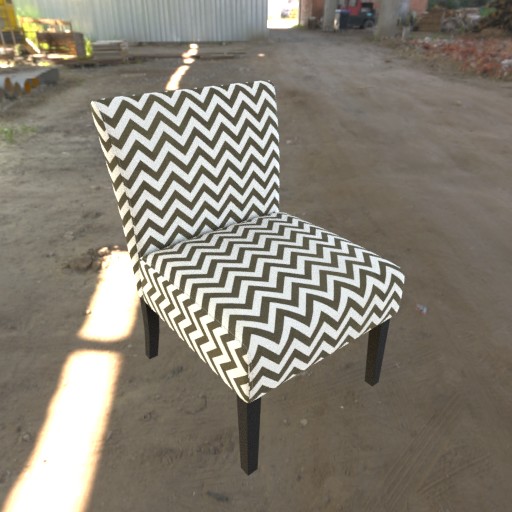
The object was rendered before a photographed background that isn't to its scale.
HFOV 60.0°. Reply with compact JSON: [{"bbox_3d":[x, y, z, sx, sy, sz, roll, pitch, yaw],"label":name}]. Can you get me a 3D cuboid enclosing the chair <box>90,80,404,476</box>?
[{"bbox_3d":[0.000,0.000,1.267,0.589,0.838,0.648,-21,35,-33],"label":"chair"}]
